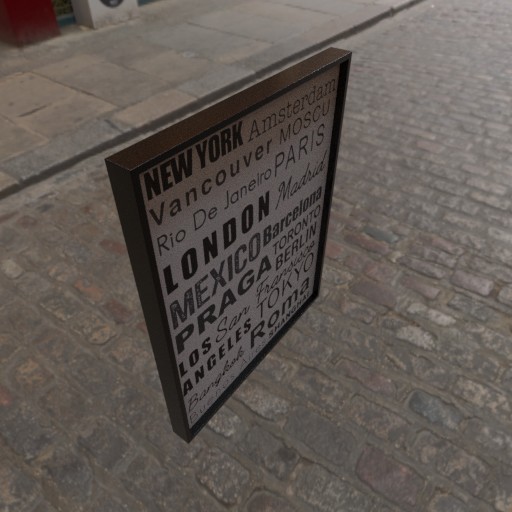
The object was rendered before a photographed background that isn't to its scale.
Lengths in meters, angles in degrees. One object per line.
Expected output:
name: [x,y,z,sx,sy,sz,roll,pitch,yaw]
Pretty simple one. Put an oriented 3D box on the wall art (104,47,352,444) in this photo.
wall art: [0.000,0.000,0.744,0.038,0.551,0.448,26,48,27]
